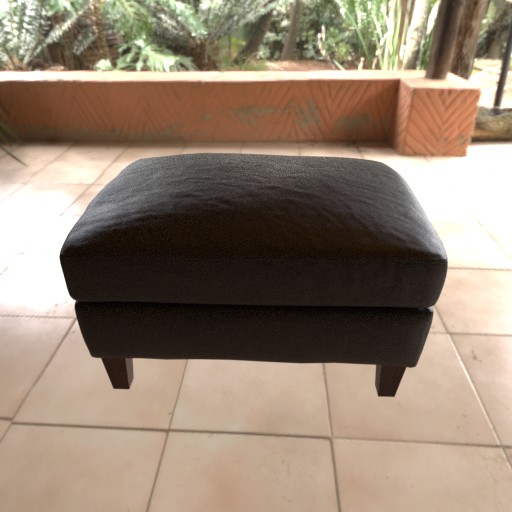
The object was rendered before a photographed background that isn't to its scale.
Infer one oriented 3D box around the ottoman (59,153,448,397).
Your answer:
[{"bbox_3d":[0.000,0.000,1.307,0.887,0.529,0.659,1,31,2],"label":"ottoman"}]
